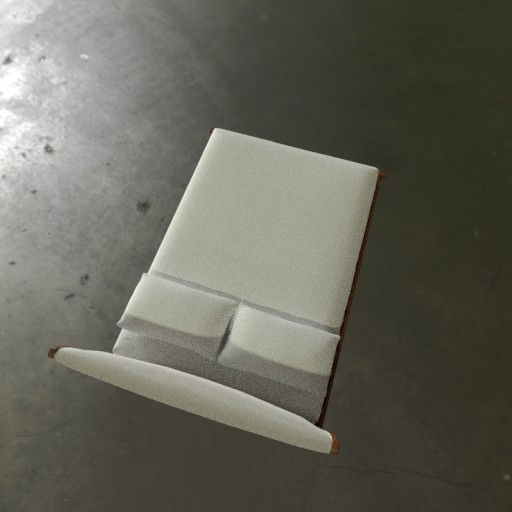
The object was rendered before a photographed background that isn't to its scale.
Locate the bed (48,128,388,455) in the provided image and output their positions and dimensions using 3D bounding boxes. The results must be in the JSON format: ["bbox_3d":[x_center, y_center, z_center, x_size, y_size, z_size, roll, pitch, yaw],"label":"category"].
[{"bbox_3d":[0.000,0.000,3.240,1.612,1.250,2.380,16,66,7],"label":"bed"}]
